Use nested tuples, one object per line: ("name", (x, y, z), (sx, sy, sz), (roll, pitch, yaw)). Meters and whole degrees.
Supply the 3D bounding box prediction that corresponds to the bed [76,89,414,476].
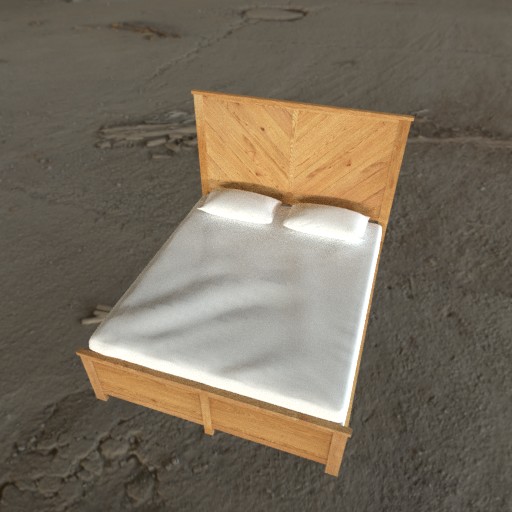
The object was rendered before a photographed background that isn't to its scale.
("bed", (0.000, 0.000, 3.514), (1.936, 1.686, 2.201), (12, 41, 14))
